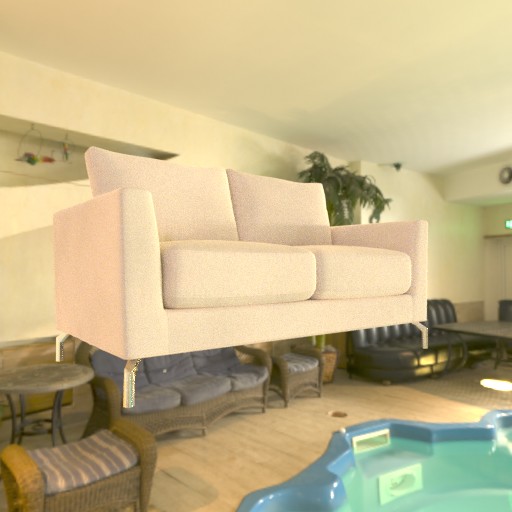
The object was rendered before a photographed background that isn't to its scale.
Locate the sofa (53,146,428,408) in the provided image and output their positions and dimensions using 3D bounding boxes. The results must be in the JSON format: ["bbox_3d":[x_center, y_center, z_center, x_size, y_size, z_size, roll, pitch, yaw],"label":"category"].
[{"bbox_3d":[0.000,0.000,2.257,1.739,0.995,0.906,1,-2,-37],"label":"sofa"}]
